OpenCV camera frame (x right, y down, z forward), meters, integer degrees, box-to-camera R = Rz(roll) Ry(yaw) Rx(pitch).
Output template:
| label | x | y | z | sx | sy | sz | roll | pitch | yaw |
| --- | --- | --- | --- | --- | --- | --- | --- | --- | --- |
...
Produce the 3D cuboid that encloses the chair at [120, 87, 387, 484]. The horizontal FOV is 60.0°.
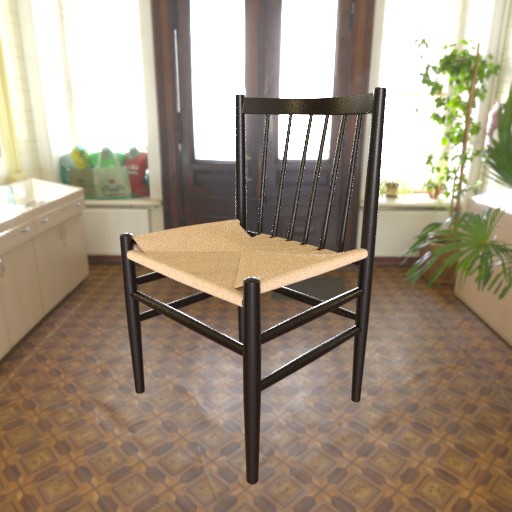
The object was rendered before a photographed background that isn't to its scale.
| label | x | y | z | sx | sy | sz | roll | pitch | yaw |
| --- | --- | --- | --- | --- | --- | --- | --- | --- | --- |
| chair | 0.000 | 0.000 | 1.154 | 0.516 | 0.818 | 0.495 | -17 | 24 | -42 |
